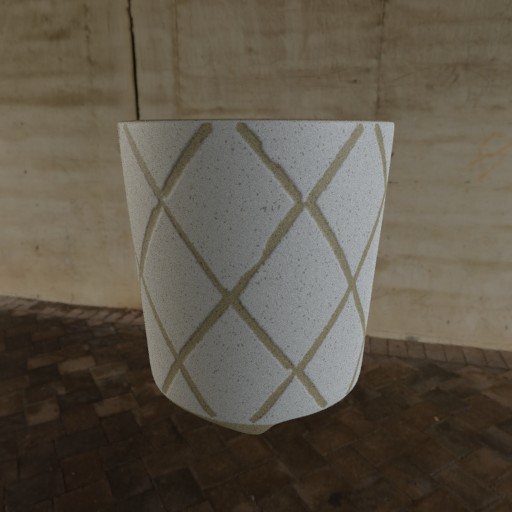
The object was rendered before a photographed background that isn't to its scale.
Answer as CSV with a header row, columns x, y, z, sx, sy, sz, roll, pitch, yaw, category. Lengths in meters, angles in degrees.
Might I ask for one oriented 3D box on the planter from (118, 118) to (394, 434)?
x,y,z,sx,sy,sz,roll,pitch,yaw,category
0.000,0.000,0.345,0.191,0.199,0.191,0,16,0,planter
